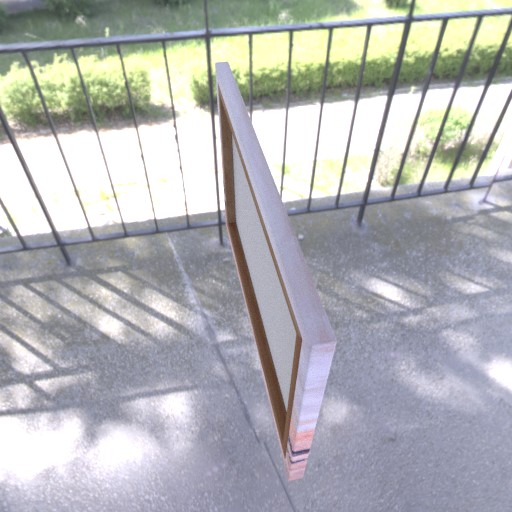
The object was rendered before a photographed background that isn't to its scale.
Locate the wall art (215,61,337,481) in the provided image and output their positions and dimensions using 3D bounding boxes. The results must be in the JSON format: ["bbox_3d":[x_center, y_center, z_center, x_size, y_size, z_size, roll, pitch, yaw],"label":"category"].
[{"bbox_3d":[0.000,0.000,1.138,0.038,0.609,0.913,-9,48,-8],"label":"wall art"}]
